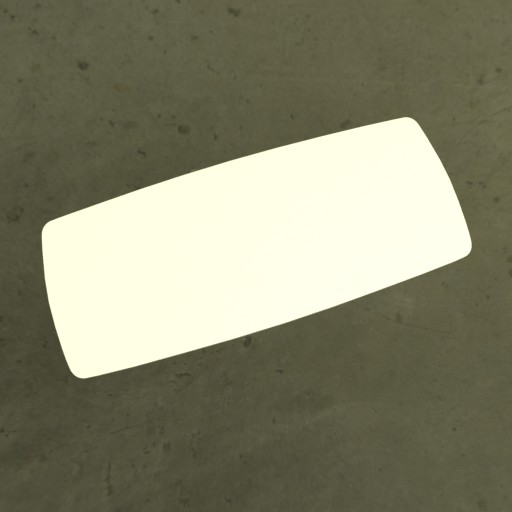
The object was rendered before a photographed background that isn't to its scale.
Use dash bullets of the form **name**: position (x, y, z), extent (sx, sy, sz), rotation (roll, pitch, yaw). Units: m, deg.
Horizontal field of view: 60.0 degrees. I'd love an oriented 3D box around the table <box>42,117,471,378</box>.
- **table**: position (0.000, 0.000, 1.637), extent (1.334, 0.474, 0.561), rotation (-17, 77, -4)
